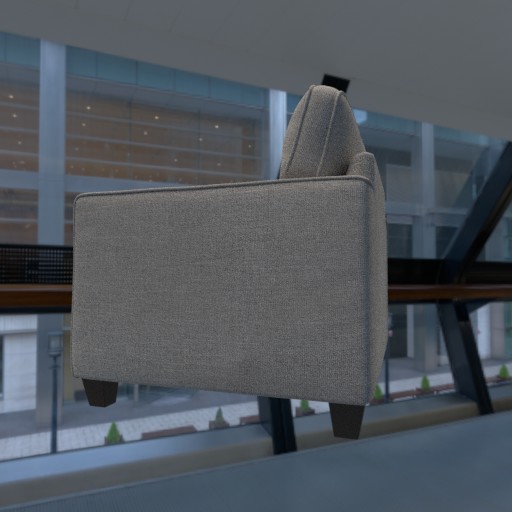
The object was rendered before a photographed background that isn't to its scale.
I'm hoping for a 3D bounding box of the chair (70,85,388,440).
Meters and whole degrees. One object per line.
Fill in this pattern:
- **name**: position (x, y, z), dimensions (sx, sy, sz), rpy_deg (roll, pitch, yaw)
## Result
- **chair**: position (0.000, 0.000, 1.704), dimensions (0.939, 0.965, 1.015), rpy_deg (-1, -2, 19)
